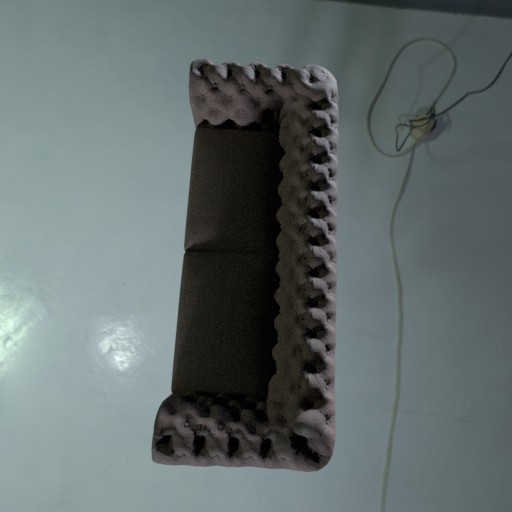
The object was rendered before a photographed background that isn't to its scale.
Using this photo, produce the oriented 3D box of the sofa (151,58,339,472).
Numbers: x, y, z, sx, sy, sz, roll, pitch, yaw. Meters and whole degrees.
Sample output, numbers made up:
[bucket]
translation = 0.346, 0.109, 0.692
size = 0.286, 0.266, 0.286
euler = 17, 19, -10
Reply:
[sofa]
translation = 0.000, 0.000, 2.802
size = 0.944, 0.787, 2.385
euler = 3, 76, 1
